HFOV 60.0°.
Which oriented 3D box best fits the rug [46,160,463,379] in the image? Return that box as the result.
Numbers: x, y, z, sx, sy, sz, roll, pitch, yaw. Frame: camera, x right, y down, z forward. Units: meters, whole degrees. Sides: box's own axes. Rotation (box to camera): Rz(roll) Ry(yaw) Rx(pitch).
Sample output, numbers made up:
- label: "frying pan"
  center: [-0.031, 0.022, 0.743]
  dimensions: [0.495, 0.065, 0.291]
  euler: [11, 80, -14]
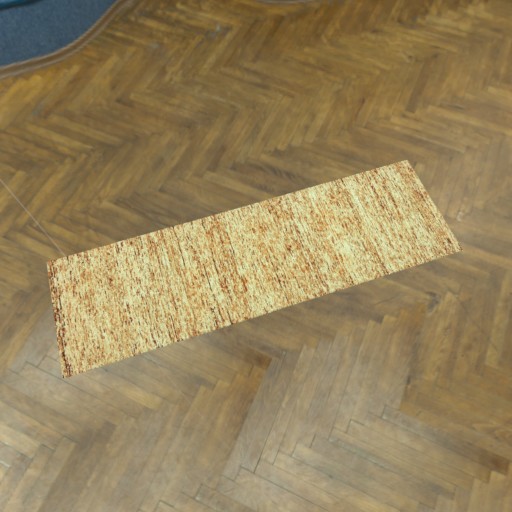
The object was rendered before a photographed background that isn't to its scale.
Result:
- label: "rug"
  center: [0.000, 0.000, 2.486]
  dimensions: [2.237, 0.014, 0.680]
  euler: [-17, 64, -8]
